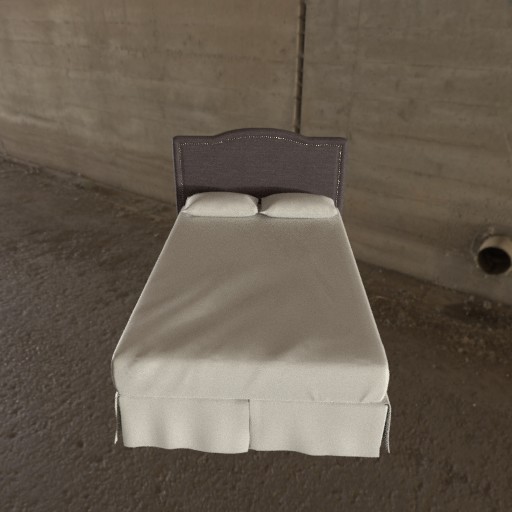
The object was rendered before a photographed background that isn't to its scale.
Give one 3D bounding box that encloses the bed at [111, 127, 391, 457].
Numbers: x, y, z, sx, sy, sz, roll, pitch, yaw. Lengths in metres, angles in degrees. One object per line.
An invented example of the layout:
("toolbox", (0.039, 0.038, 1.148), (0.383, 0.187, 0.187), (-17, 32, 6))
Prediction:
("bed", (0.000, 0.000, 3.479), (1.741, 1.441, 2.507), (1, 29, 2))
